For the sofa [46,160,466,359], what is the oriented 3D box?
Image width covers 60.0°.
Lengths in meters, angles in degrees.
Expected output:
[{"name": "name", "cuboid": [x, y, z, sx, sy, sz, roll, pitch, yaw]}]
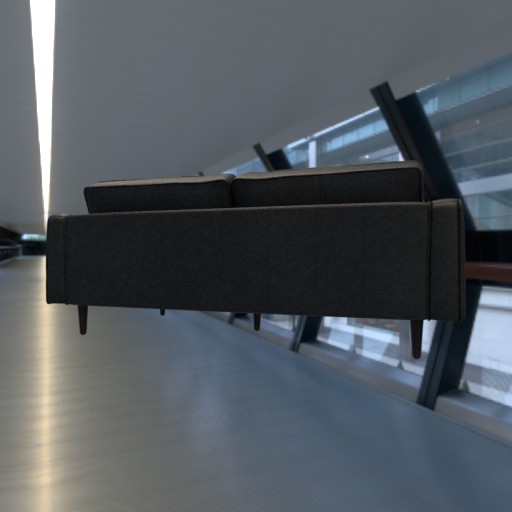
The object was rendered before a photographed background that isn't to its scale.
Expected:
[{"name": "sofa", "cuboid": [0.000, 0.000, 2.268, 1.879, 0.770, 0.921, 0, 0, 19]}]
